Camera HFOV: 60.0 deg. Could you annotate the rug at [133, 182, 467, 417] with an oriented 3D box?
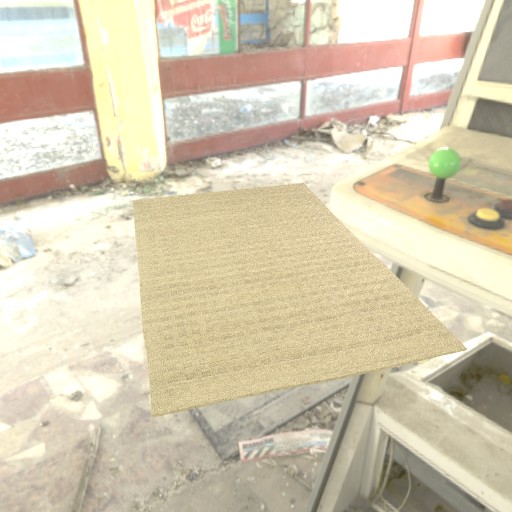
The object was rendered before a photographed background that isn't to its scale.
[{"bbox_3d":[0.000,0.000,2.948,1.532,0.018,2.297,-8,32,-13],"label":"rug"}]
